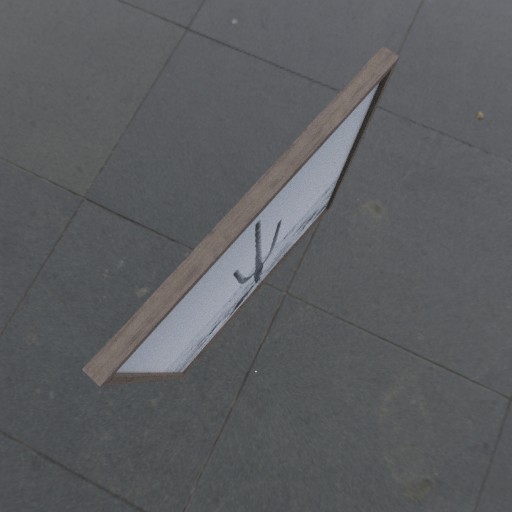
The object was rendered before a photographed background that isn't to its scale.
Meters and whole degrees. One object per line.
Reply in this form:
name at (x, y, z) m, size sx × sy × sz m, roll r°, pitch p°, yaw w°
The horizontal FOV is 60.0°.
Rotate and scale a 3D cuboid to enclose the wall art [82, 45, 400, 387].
wall art at (0.000, 0.000, 1.107) m, size 0.038 × 0.762 × 0.762 m, roll 40°, pitch 79°, yaw 9°
